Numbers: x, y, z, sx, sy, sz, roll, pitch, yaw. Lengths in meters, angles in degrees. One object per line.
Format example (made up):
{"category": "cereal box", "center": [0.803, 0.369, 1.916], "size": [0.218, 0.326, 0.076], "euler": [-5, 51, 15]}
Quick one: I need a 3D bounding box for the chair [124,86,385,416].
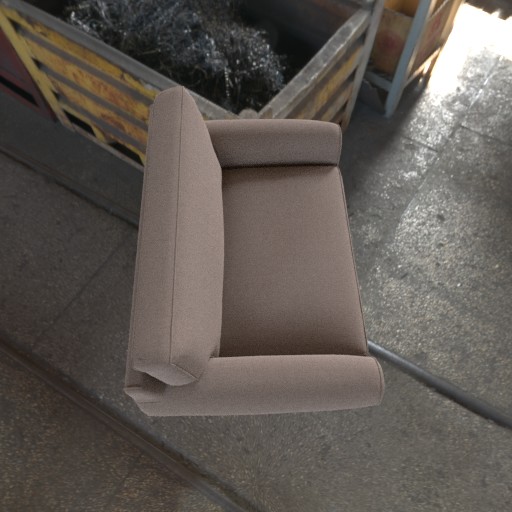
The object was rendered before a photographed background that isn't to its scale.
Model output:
{"category": "chair", "center": [0.000, 0.000, 2.012], "size": [0.930, 0.930, 1.390], "euler": [-2, 63, -1]}
